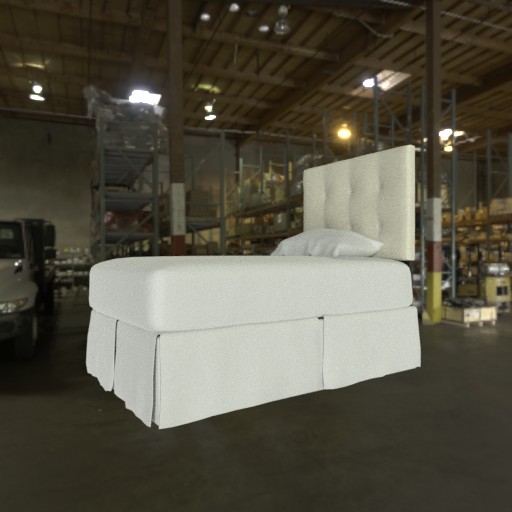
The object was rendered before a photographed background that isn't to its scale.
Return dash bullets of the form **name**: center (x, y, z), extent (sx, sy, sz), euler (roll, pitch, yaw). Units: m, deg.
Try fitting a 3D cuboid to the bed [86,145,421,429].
- **bed**: center (0.000, 0.000, 3.038), extent (1.997, 1.571, 1.261), euler (0, 0, -35)
